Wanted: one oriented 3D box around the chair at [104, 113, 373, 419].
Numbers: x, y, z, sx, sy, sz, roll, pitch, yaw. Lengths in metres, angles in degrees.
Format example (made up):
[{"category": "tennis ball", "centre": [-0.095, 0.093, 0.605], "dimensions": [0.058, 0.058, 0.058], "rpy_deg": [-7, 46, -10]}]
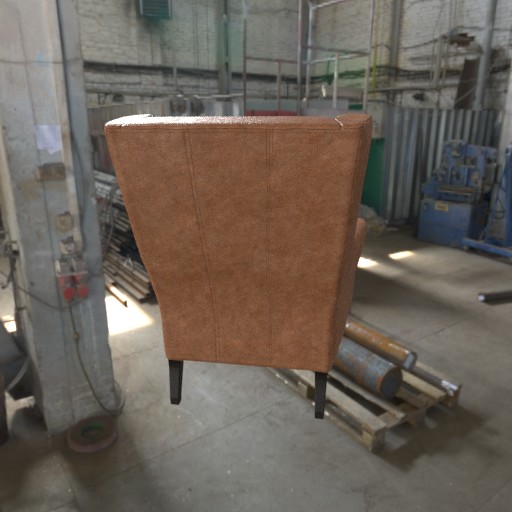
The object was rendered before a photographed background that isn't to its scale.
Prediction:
[{"category": "chair", "centre": [0.000, 0.000, 1.679], "dimensions": [0.853, 1.016, 0.926], "rpy_deg": [3, 17, 9]}]
